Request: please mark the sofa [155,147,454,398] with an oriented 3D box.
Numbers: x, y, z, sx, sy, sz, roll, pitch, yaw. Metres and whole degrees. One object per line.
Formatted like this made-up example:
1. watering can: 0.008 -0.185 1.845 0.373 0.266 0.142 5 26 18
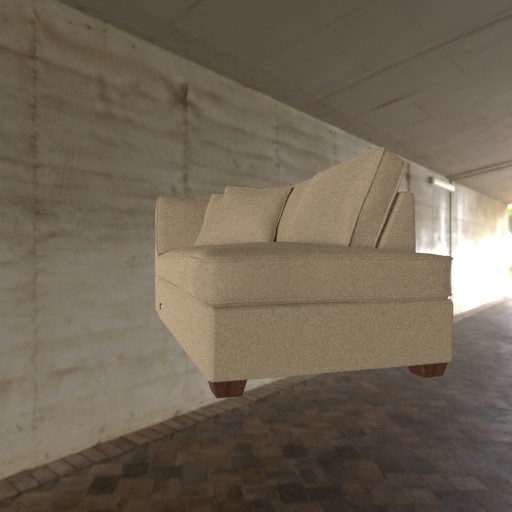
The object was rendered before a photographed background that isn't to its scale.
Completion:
1. sofa: 0.000 0.000 2.769 1.110 1.033 2.237 0 0 -18
